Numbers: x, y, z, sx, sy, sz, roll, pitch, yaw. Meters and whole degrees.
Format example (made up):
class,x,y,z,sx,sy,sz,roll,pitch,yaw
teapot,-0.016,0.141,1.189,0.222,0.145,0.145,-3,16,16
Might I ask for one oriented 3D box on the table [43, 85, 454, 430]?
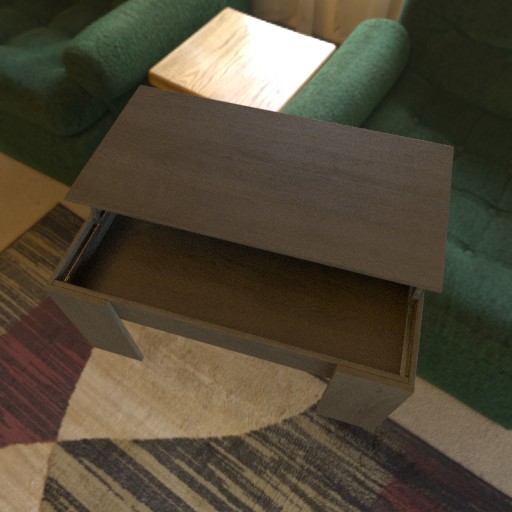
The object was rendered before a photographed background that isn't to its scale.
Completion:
class,x,y,z,sx,sy,sz,roll,pitch,yaw
table,0.000,0.000,1.433,1.000,0.570,0.711,14,59,9
